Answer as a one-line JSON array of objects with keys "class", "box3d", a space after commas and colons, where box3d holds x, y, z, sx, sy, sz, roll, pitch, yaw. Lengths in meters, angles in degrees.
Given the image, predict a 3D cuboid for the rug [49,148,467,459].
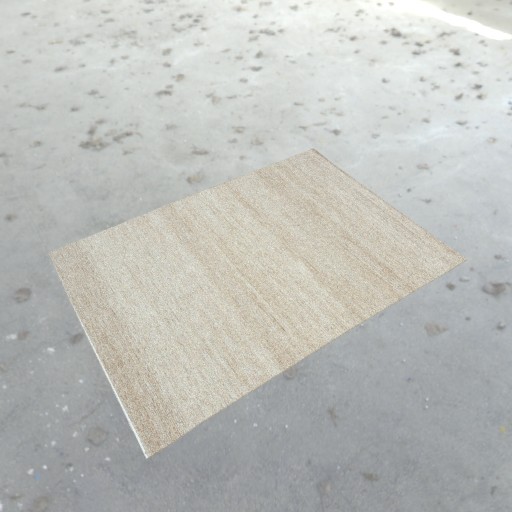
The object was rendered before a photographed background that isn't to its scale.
[{"class": "rug", "box3d": [0.000, 0.000, 2.933, 2.283, 0.030, 1.596, -26, 52, -22]}]
